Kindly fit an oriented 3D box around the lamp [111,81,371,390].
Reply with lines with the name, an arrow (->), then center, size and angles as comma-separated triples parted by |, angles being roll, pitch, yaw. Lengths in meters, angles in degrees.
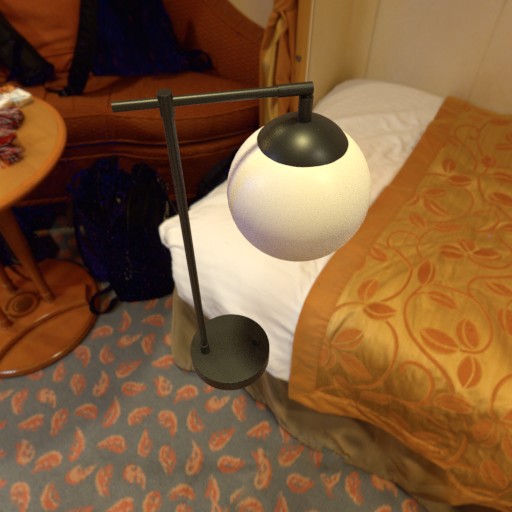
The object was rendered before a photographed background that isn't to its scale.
lamp -> 0.000, 0.000, 0.695 | 0.316, 0.559, 0.197 | -8, 48, -8
